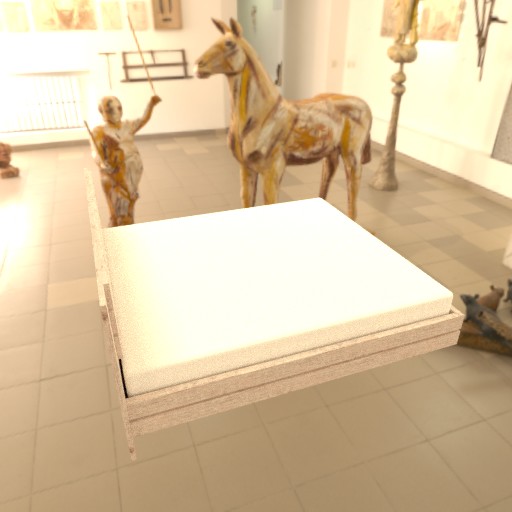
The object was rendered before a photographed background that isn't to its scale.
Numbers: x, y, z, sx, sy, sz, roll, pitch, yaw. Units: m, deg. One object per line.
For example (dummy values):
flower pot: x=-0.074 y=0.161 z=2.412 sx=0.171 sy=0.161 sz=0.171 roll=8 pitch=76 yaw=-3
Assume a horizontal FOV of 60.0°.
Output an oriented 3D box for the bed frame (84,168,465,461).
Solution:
bed frame: x=0.000 y=0.000 z=3.136 sx=2.080 sy=0.970 sz=1.950 roll=-10 pitch=30 yaw=-18
